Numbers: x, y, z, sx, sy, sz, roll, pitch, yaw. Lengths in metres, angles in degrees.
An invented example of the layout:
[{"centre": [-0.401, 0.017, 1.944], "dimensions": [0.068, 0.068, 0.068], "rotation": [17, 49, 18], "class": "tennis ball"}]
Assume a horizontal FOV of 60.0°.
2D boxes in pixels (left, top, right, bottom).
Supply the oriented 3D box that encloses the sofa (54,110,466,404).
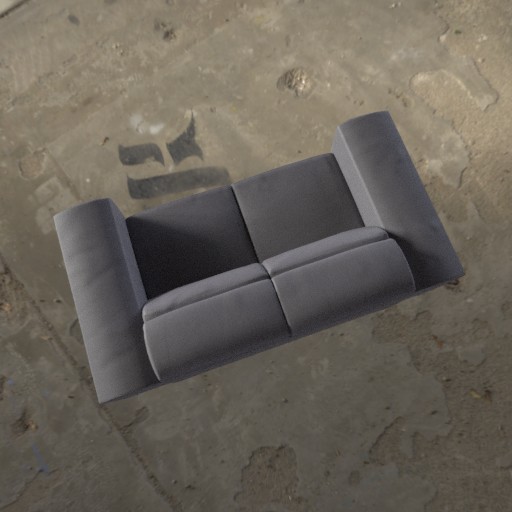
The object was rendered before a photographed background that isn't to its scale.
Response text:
[{"centre": [0.000, 0.000, 2.455], "dimensions": [1.895, 0.779, 1.003], "rotation": [-19, 76, -5], "class": "sofa"}]
